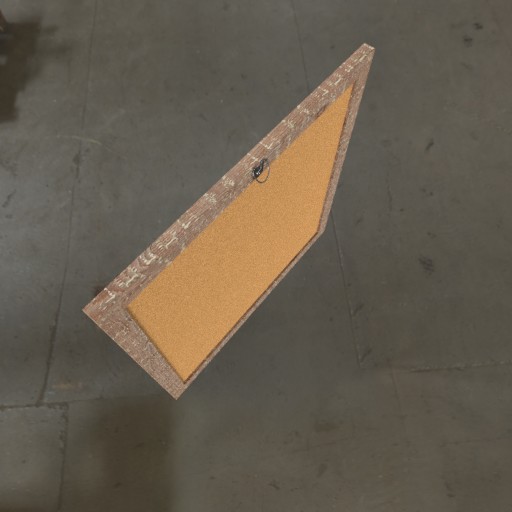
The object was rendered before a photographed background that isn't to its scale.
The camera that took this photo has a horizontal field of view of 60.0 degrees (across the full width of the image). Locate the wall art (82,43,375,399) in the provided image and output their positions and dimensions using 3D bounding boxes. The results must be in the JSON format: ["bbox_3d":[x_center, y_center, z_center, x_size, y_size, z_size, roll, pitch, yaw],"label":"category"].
[{"bbox_3d":[0.000,0.000,0.563,0.022,0.380,0.380,37,69,16],"label":"wall art"}]
